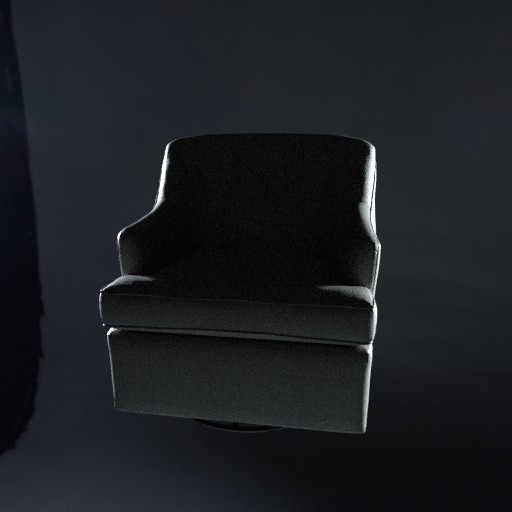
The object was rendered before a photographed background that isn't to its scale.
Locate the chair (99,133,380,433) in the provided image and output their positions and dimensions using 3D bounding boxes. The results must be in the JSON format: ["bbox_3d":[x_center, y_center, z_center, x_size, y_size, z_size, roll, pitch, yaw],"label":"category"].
[{"bbox_3d":[0.000,0.000,1.612,0.864,0.856,0.923,2,16,8],"label":"chair"}]
